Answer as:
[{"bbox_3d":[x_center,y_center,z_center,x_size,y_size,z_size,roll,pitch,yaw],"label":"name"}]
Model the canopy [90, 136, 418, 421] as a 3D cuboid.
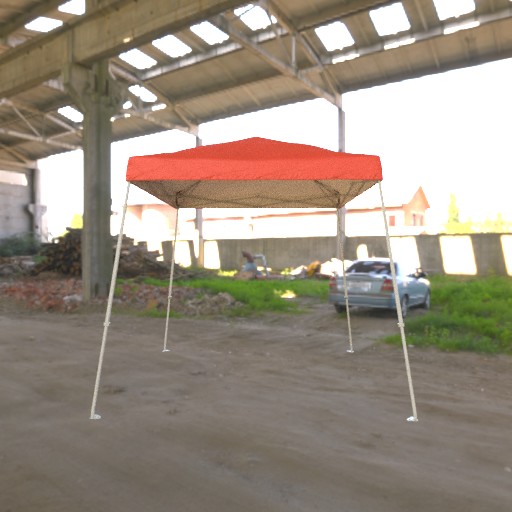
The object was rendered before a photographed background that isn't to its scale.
[{"bbox_3d":[0.000,0.000,5.269,2.849,2.850,2.850,0,0,1],"label":"canopy"}]
